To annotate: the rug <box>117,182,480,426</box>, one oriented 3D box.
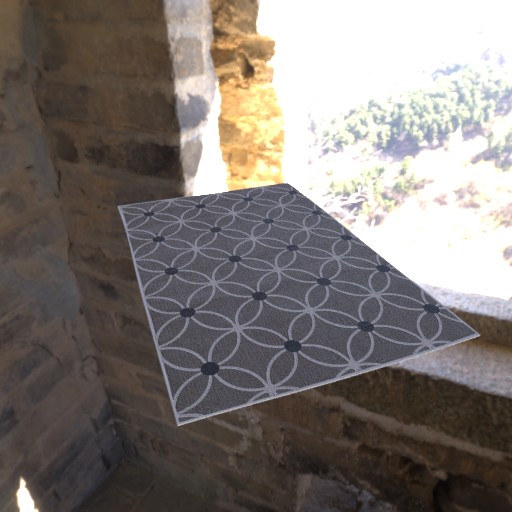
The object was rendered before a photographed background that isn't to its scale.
[{"bbox_3d":[0.000,0.000,2.873,1.522,0.008,2.284,-11,32,-18],"label":"rug"}]
